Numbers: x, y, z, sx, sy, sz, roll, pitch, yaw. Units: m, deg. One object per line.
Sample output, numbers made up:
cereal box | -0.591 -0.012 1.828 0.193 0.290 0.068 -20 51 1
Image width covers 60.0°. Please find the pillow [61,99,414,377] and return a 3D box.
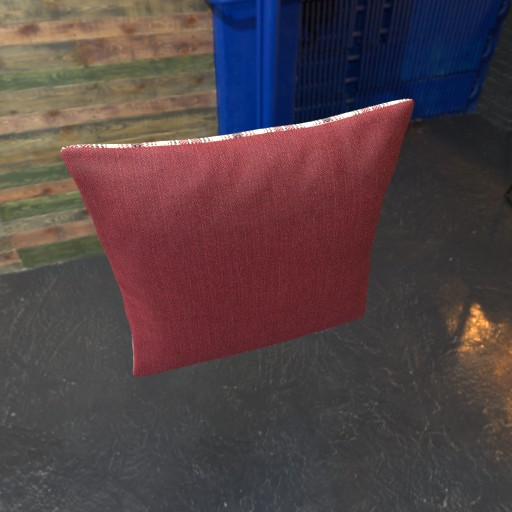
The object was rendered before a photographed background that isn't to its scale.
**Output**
pillow | 0.000 0.000 0.773 0.513 0.497 0.166 -12 42 -14
